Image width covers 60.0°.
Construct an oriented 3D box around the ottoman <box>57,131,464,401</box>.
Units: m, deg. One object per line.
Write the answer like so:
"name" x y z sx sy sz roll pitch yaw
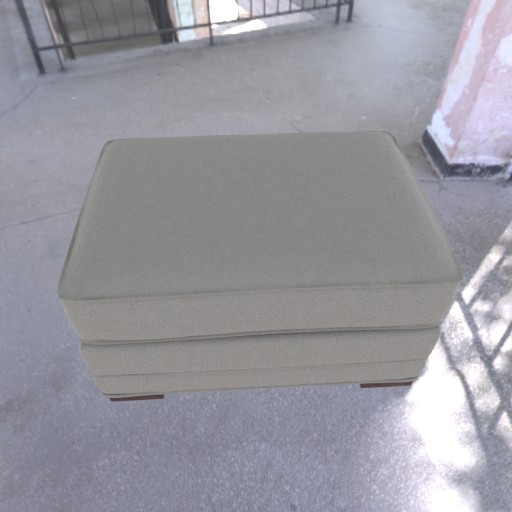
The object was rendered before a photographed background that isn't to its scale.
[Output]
"ottoman" 0.000 0.000 1.207 0.848 0.482 0.611 -2 46 -2
